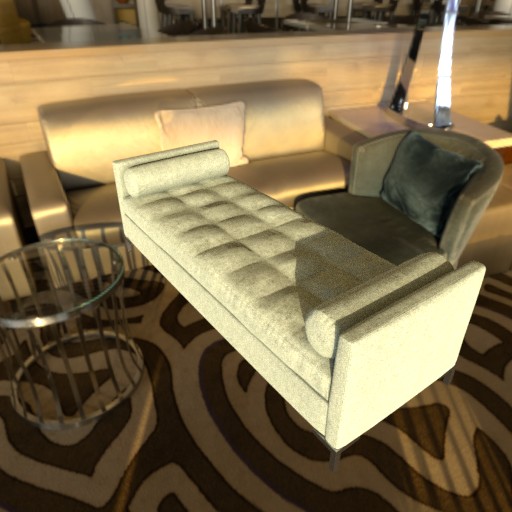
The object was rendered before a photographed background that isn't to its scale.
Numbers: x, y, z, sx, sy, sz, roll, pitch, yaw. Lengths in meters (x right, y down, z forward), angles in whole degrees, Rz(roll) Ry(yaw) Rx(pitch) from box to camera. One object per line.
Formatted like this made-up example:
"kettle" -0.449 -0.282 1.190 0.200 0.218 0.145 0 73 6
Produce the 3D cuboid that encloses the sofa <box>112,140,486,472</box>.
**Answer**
"sofa" 0.000 0.000 2.449 0.797 0.657 2.102 -21 37 -30
